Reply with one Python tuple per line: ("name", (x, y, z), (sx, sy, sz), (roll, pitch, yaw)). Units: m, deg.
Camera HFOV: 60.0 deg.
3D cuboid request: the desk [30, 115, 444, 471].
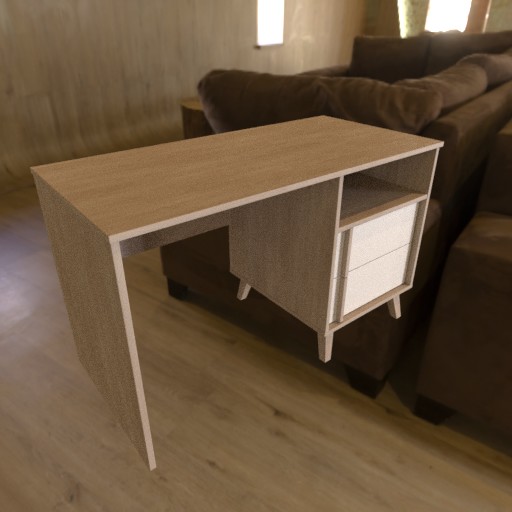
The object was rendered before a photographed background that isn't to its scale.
("desk", (0.000, 0.000, 1.643), (1.251, 0.770, 0.600), (-21, 35, -33))
